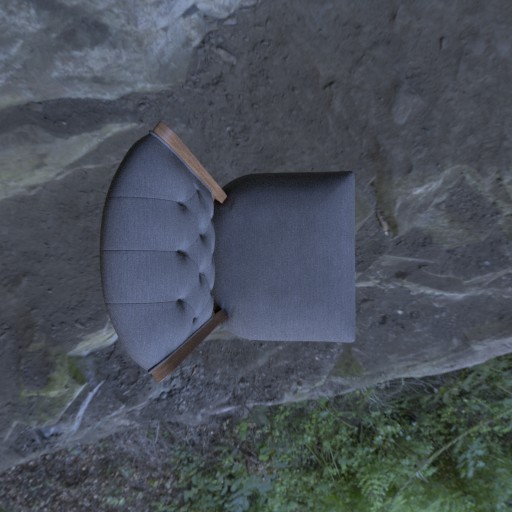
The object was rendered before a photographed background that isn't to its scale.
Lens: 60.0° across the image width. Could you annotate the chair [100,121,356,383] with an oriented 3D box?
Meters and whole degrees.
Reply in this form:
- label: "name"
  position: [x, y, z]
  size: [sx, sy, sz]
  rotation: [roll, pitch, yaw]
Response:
- label: "chair"
  position: [0.000, 0.000, 1.249]
  size: [0.584, 0.905, 0.513]
  rotation: [0, 89, 0]
